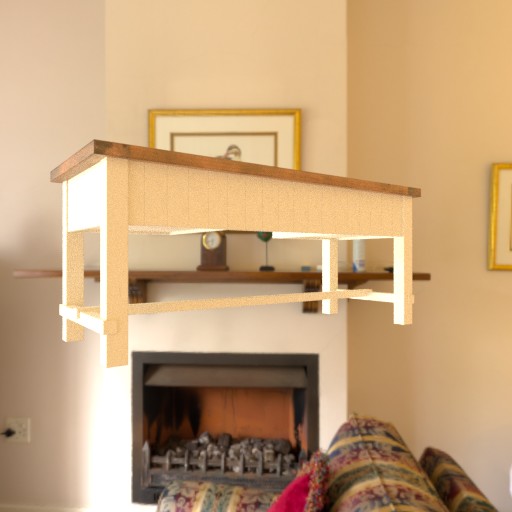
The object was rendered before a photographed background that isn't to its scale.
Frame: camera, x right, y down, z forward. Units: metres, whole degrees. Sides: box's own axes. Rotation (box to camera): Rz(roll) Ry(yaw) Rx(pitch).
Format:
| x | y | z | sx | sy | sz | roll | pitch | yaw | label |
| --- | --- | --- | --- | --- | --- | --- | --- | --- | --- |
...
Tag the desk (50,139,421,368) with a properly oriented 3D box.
| x | y | z | sx | sy | sz | roll | pitch | yaw | label |
| --- | --- | --- | --- | --- | --- | --- | --- | --- | --- |
| 0.000 | 0.000 | 2.258 | 1.803 | 0.762 | 0.688 | 0 | 0 | -36 | desk |
